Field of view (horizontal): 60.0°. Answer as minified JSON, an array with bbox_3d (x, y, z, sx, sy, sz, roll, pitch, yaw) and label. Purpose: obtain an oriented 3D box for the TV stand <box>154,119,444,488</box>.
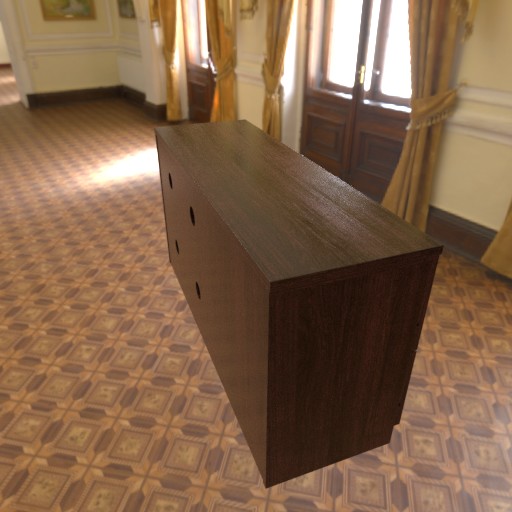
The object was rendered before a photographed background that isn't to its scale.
[{"bbox_3d":[0.000,0.000,1.480,0.404,0.614,1.192,-11,32,-18],"label":"TV stand"}]
